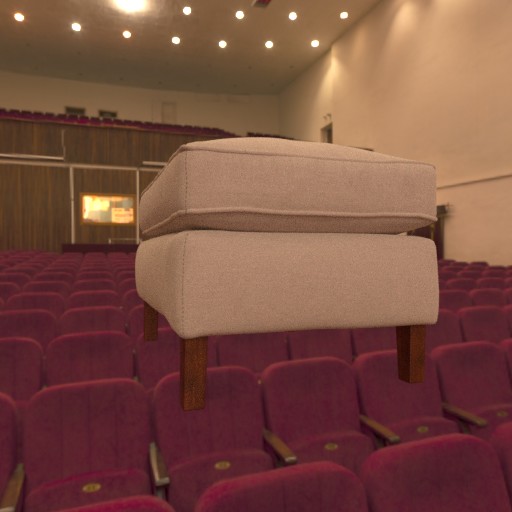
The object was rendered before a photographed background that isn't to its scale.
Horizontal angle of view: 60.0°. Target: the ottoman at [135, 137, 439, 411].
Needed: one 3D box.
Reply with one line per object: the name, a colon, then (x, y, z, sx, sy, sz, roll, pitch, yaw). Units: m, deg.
ottoman: (0.000, 0.000, 1.008, 0.501, 0.456, 0.665, 0, 0, -20)
